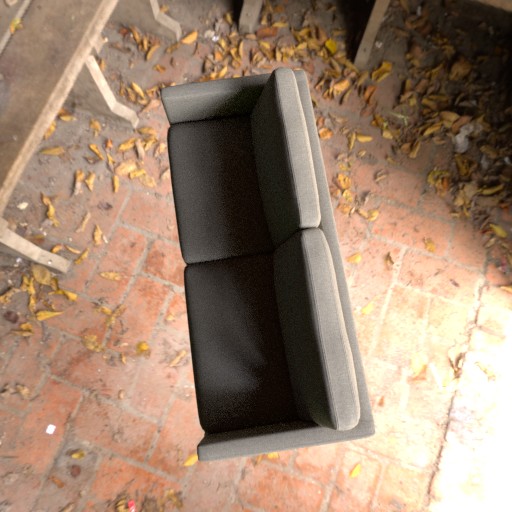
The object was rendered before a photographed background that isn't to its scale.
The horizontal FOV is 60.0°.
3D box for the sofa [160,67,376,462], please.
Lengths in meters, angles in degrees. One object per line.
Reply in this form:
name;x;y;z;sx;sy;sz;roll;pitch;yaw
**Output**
sofa;0.000;0.000;2.770;0.956;0.963;2.208;-8;76;-2
